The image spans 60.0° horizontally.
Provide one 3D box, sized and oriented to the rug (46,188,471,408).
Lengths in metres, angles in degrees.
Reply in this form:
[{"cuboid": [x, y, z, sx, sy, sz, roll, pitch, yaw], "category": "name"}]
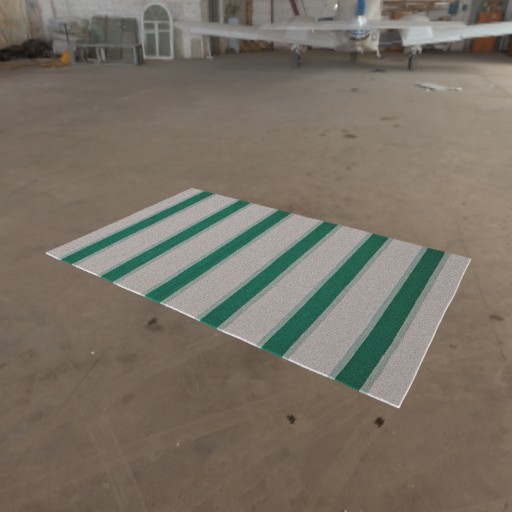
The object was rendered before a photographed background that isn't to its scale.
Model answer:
[{"cuboid": [0.000, 0.000, 2.983, 2.436, 0.015, 1.521, 18, 34, 29], "category": "rug"}]
